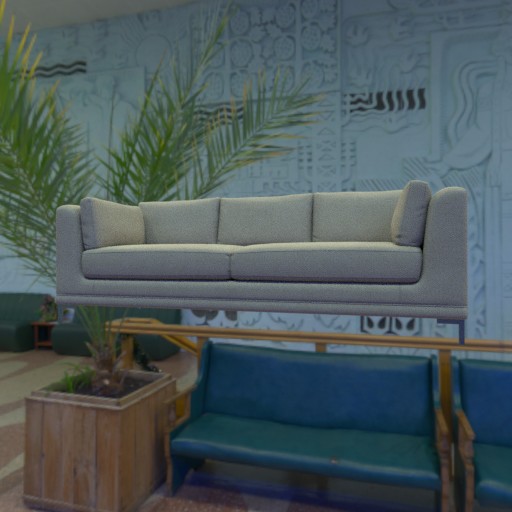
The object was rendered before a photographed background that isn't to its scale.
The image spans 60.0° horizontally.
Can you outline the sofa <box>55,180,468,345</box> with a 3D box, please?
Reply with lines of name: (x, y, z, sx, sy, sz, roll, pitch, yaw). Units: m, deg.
sofa: (0.000, 0.000, 2.913, 2.415, 0.867, 0.969, 0, -1, 18)
